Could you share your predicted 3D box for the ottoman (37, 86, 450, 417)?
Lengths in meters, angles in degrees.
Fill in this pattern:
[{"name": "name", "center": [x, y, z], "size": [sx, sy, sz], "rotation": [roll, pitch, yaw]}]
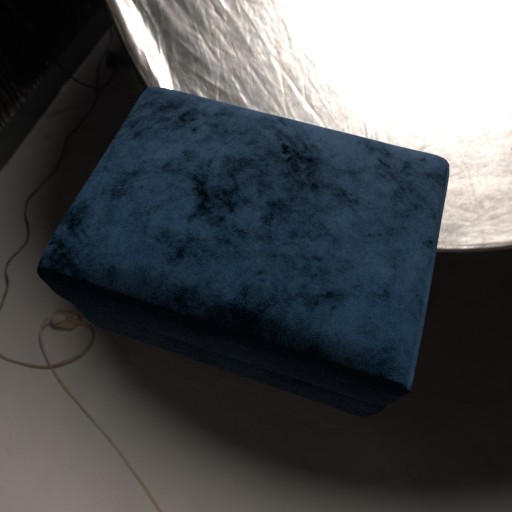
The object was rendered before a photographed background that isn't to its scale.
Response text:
[{"name": "ottoman", "center": [0.000, 0.000, 1.117], "size": [0.773, 0.503, 0.572], "rotation": [17, 64, 8]}]
